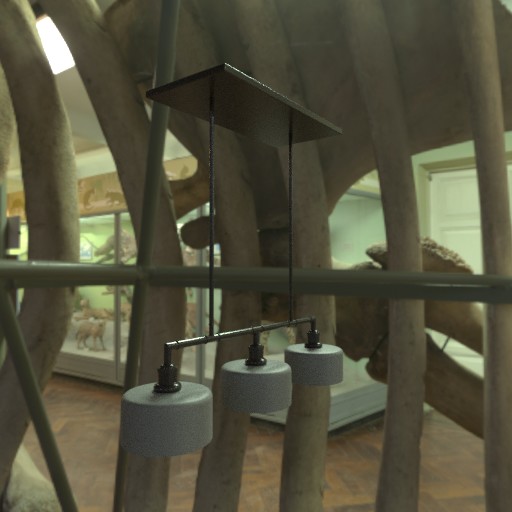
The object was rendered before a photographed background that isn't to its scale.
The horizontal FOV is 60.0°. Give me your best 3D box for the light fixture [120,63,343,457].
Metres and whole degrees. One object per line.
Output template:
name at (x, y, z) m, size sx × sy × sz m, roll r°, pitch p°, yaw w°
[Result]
light fixture at (0.000, 0.000, 0.853) m, size 0.177 × 0.557 × 0.582 m, roll -1°, pitch -2°, yaw 37°
